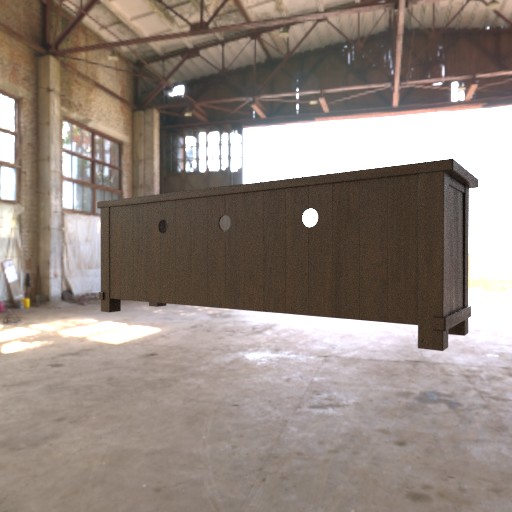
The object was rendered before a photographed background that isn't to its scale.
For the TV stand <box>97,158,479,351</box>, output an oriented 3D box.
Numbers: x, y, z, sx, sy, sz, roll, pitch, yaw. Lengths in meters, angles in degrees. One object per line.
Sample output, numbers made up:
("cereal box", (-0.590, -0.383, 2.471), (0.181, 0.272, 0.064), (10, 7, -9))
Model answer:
("TV stand", (0.000, 0.000, 2.129), (1.866, 0.615, 0.471), (0, 0, 36))
